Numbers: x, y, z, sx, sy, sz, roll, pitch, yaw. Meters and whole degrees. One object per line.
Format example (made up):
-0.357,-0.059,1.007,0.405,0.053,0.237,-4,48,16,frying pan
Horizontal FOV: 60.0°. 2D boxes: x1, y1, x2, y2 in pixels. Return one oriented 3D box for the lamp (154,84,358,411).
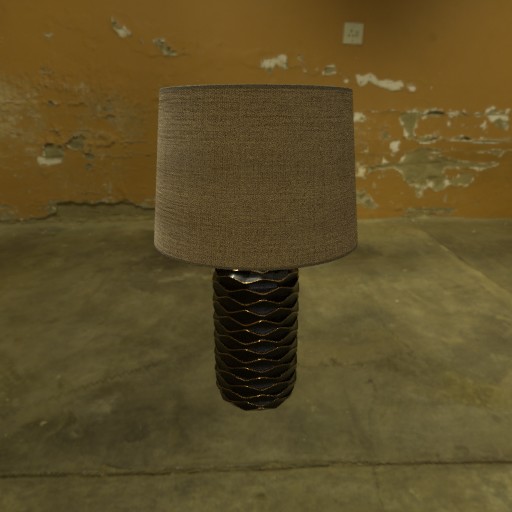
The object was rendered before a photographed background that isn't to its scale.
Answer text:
0.000,0.000,0.849,0.376,0.594,0.376,0,18,0,lamp
